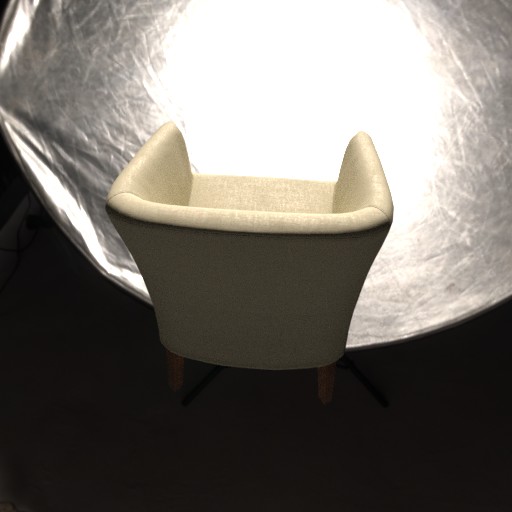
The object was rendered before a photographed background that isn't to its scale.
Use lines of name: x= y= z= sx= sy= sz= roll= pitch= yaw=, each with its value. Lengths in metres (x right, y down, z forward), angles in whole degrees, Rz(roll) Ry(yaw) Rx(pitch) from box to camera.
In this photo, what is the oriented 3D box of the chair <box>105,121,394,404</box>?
chair: x=0.000 y=0.000 z=1.327 sx=0.643 sy=0.822 sz=0.657 roll=4 pitch=47 yaw=4
